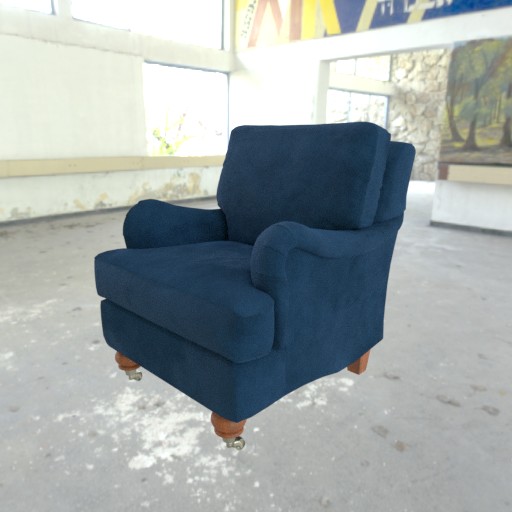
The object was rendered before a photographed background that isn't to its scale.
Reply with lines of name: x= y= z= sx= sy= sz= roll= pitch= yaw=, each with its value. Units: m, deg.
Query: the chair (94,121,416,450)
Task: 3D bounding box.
chair: x=0.000 y=0.000 z=1.858 sx=0.895 sy=1.076 sz=1.078 roll=14 pitch=20 yaw=42
